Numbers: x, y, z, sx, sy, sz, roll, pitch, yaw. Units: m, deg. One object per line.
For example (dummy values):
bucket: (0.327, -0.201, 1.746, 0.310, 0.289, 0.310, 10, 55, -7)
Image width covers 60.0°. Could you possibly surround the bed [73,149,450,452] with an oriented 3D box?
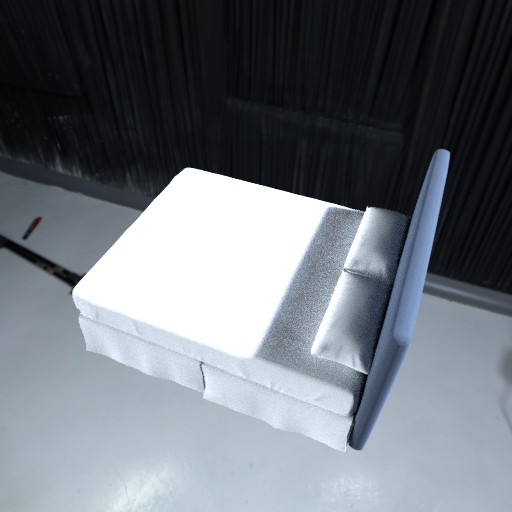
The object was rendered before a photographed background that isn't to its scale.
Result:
bed: (0.000, 0.000, 3.180, 2.162, 1.330, 1.713, 17, 48, 16)
